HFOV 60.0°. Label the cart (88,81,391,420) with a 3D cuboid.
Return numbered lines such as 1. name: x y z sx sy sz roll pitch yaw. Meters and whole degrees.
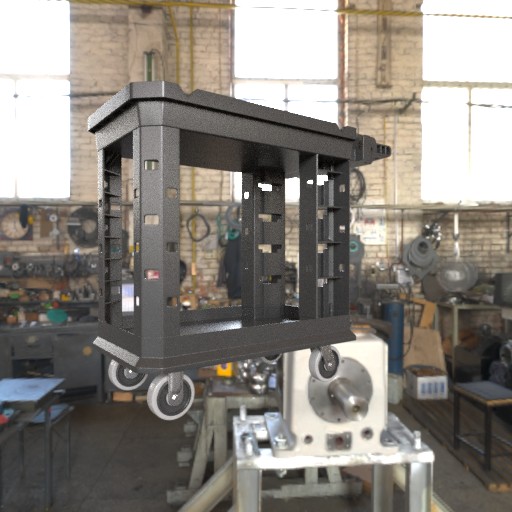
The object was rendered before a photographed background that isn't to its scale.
1. cart: 0.000 0.000 1.584 1.061 0.884 0.497 0 1 -36
